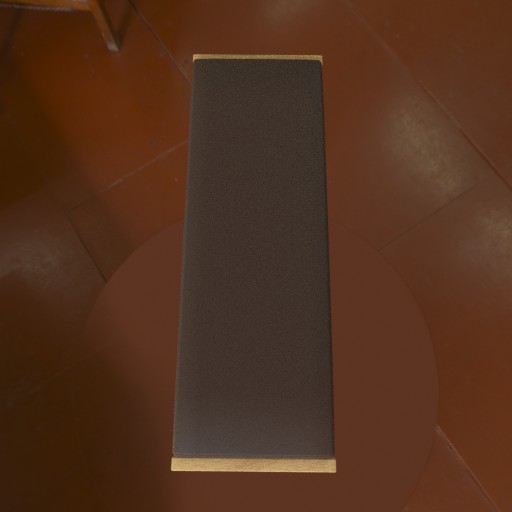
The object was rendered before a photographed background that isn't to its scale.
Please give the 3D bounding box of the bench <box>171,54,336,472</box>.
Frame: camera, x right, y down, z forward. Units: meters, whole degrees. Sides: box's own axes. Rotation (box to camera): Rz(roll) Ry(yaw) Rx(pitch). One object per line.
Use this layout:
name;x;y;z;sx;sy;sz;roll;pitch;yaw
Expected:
bench;0.000;0.000;1.436;0.405;0.480;1.200;1;75;0
